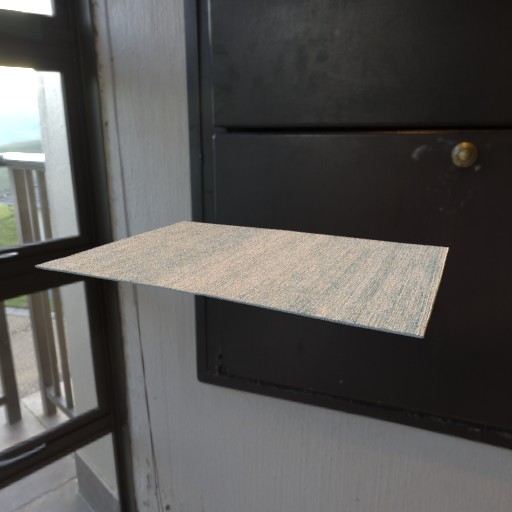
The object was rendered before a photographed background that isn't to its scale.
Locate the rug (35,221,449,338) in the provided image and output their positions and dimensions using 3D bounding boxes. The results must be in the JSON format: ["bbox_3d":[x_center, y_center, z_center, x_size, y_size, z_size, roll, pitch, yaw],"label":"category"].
[{"bbox_3d":[0.000,0.000,2.971,2.306,0.030,1.613,7,17,25],"label":"rug"}]
